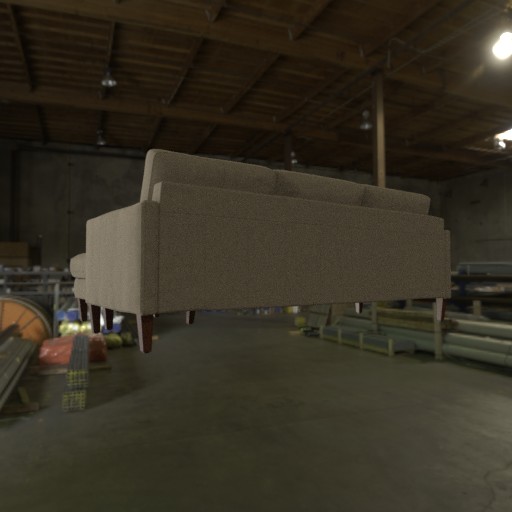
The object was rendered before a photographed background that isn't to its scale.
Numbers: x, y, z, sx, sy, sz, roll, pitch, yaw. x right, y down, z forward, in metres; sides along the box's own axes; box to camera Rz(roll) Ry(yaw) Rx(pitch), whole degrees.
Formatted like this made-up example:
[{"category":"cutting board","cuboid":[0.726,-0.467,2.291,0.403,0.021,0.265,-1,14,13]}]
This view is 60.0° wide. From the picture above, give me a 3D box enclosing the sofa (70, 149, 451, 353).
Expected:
[{"category":"sofa","cuboid":[0.000,0.000,2.969,2.178,0.875,1.506,2,-3,-35]}]
